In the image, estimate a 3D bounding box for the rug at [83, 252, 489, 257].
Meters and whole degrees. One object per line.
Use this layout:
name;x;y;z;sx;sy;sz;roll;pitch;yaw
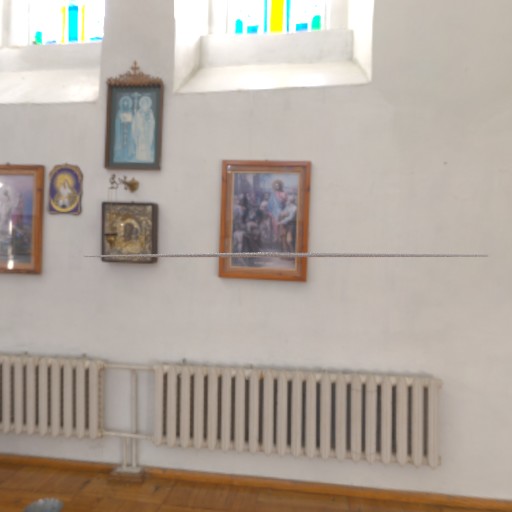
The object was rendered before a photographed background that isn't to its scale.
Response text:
rug;0.000;0.000;2.873;1.555;0.011;2.232;0;0;-37
